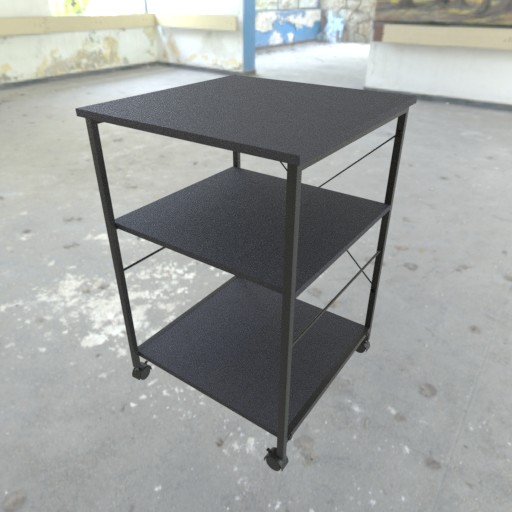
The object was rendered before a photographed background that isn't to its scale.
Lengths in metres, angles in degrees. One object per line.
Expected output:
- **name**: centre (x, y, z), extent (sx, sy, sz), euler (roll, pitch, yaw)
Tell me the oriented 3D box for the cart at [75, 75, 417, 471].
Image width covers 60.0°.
- **cart**: centre (0.000, 0.000, 1.136), extent (0.521, 0.762, 0.520), euler (20, 36, 30)
